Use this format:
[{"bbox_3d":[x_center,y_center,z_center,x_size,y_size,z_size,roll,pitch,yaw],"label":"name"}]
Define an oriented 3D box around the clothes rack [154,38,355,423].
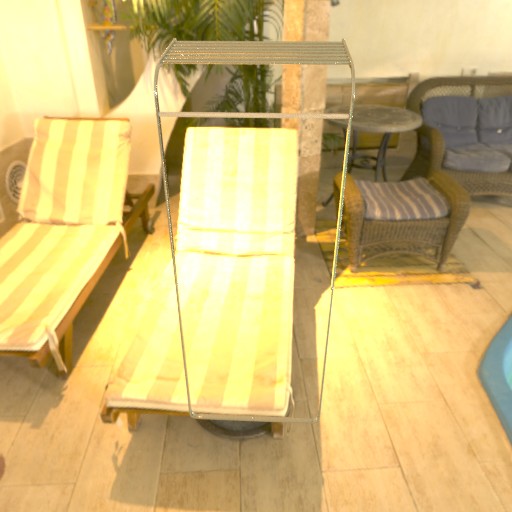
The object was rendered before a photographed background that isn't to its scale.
[{"bbox_3d":[0.000,0.000,1.809,0.609,1.574,0.349,1,30,2],"label":"clothes rack"}]
